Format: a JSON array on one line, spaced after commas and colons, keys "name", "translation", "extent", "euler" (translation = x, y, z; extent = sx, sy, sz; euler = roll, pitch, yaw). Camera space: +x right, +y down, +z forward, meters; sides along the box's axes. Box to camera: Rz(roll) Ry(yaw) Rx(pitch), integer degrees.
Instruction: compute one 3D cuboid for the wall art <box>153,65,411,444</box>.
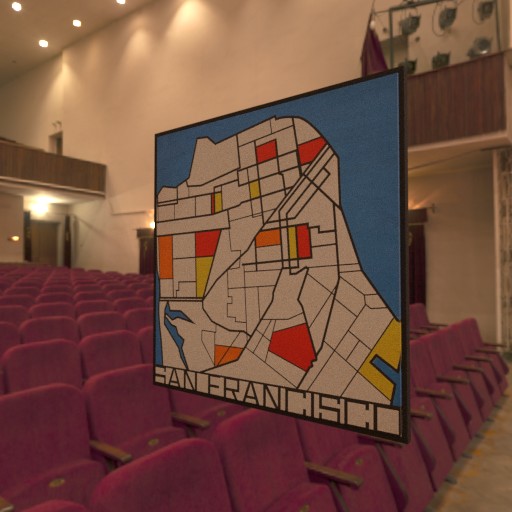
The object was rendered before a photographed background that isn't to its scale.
[{"name": "wall art", "translation": [0.000, 0.000, 0.675], "extent": [0.458, 0.457, 0.013], "euler": [-1, -2, 37]}]
